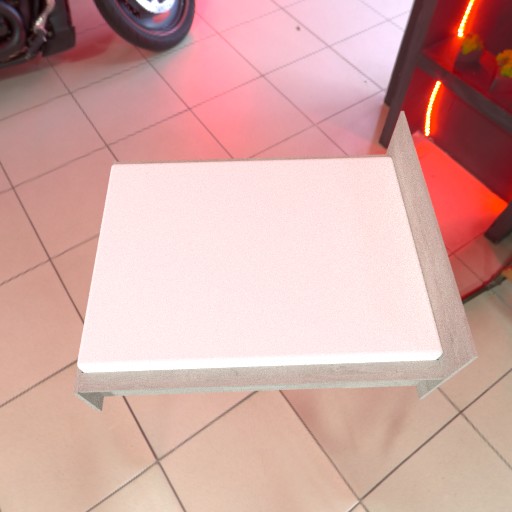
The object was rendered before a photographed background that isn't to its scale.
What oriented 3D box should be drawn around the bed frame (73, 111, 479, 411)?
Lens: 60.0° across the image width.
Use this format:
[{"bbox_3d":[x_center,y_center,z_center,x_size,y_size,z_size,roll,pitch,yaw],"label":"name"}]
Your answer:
[{"bbox_3d":[0.000,0.000,2.751,1.960,0.800,1.622,-2,59,-1],"label":"bed frame"}]
